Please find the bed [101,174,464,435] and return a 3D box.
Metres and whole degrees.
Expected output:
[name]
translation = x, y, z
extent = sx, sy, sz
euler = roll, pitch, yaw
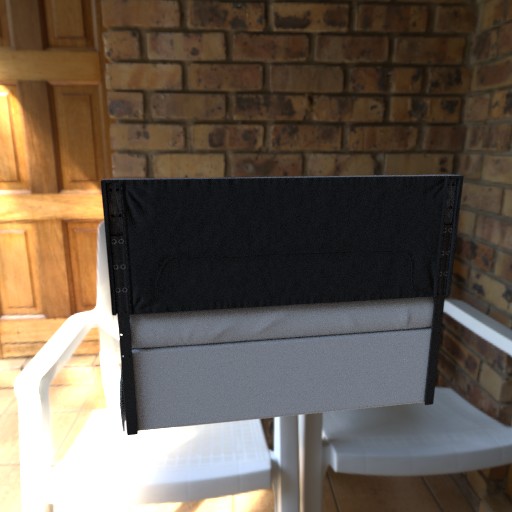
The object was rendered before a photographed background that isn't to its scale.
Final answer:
[bed]
translation = 0.000, 0.000, 2.953
extent = 1.621, 1.168, 1.958
euler = -2, 14, -9
